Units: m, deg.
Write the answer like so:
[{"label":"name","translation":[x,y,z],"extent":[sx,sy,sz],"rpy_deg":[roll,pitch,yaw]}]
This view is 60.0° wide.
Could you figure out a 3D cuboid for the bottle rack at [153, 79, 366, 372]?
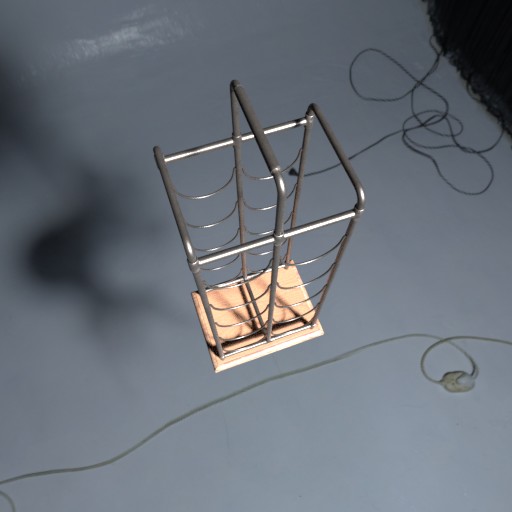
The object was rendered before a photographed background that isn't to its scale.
[{"label":"bottle rack","translation":[0.000,0.000,0.799],"extent":[0.276,0.680,0.208],"rpy_deg":[-18,66,-8]}]
